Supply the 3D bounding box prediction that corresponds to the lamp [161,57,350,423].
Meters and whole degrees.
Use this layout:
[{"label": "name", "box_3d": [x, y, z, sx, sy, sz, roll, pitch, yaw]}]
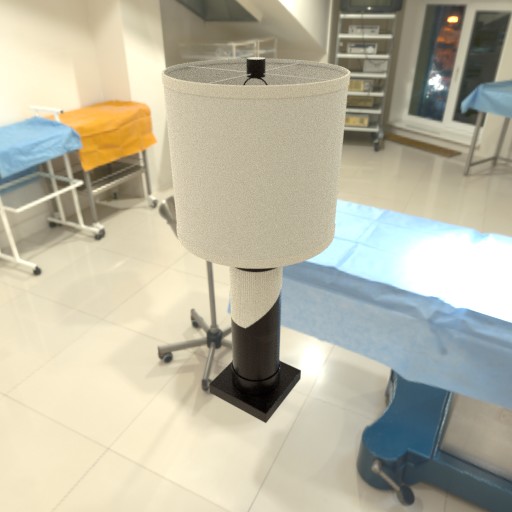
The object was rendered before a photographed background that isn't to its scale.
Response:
[{"label": "lamp", "box_3d": [0.000, 0.000, 0.622, 0.211, 0.509, 0.211, 19, 35, 29]}]
